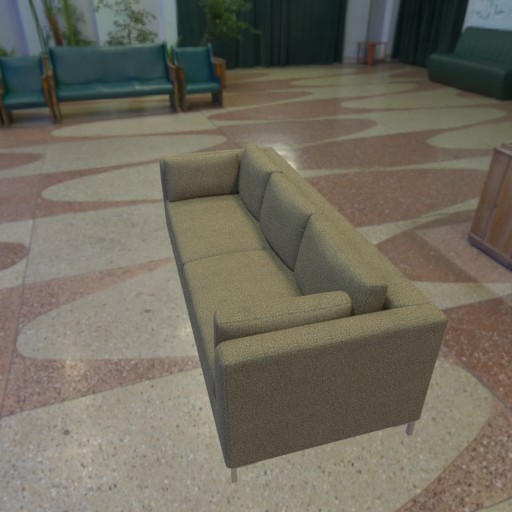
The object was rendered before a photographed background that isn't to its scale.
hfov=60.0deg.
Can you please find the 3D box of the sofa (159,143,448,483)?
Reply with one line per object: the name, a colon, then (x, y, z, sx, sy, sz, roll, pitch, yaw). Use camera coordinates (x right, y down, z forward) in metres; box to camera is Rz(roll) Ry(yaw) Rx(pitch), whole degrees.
sofa: (0.000, 0.000, 2.864, 0.969, 0.867, 2.415, -8, 32, -14)
